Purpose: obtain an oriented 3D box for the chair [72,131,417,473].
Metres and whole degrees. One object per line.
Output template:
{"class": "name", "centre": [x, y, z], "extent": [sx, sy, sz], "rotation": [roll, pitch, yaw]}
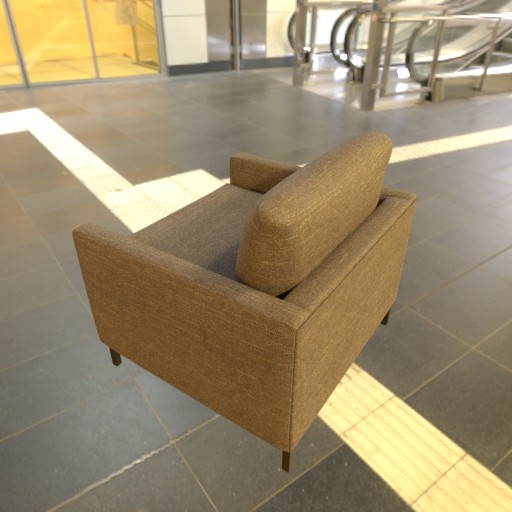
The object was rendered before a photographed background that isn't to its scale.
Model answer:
{"class": "chair", "centre": [0.000, 0.000, 1.624], "extent": [0.845, 0.841, 0.940], "rotation": [20, 37, 29]}
